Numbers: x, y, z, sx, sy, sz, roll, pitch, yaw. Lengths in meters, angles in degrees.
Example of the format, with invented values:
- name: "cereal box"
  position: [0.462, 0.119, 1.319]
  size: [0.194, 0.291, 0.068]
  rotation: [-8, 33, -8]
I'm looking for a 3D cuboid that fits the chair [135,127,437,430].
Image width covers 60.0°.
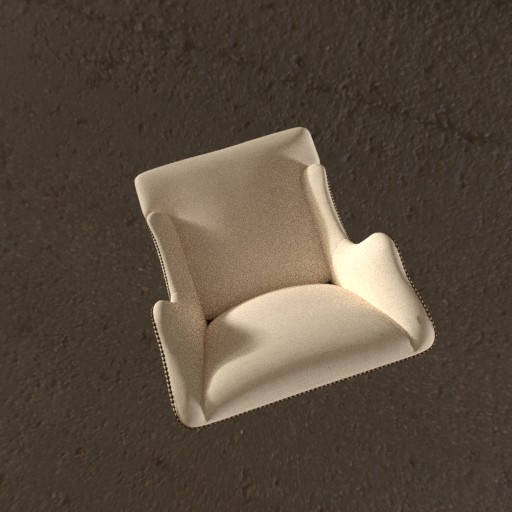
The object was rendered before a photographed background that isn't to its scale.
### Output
- name: "chair"
  position: [0.000, 0.000, 1.651]
  size: [0.737, 1.029, 0.940]
  rotation: [-17, 78, -4]
